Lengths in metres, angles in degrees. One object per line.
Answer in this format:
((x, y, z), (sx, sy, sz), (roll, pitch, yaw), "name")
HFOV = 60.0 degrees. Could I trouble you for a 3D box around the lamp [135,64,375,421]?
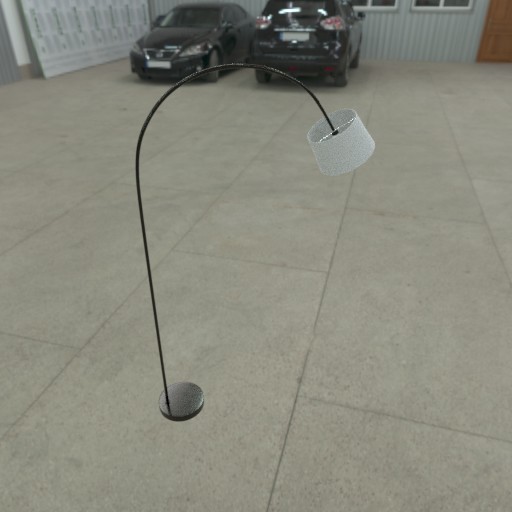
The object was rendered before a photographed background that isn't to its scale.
((0.000, 0.000, 2.617), (1.363, 2.104, 0.331), (-10, 32, -17), "lamp")
